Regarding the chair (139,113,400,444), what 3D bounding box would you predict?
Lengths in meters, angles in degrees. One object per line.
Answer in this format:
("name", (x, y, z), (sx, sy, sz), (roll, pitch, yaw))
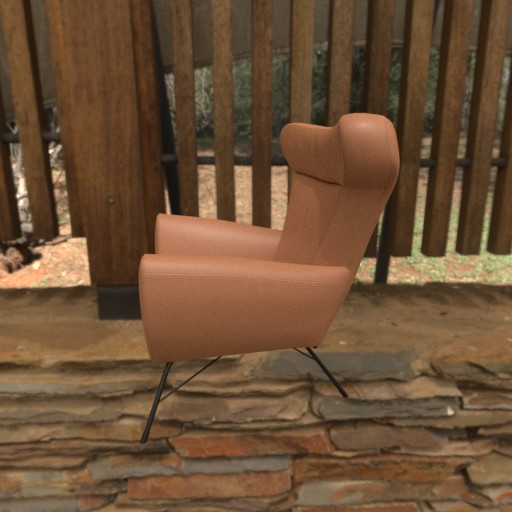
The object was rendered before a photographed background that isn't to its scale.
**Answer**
("chair", (0.000, 0.000, 1.770), (0.900, 1.050, 0.980), (-2, 15, -8))
